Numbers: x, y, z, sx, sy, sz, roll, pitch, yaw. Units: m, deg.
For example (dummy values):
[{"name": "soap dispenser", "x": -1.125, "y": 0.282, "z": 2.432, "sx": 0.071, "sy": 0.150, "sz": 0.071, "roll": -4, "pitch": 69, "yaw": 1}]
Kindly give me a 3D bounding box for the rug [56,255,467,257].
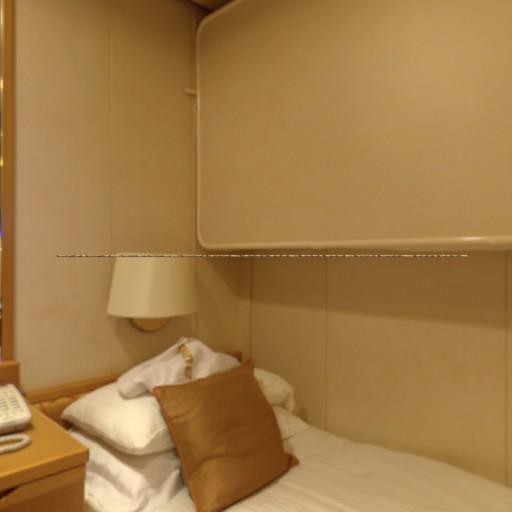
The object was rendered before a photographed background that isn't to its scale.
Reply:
[{"name": "rug", "x": 0.000, "y": 0.000, "z": 4.092, "sx": 2.444, "sy": 0.013, "sz": 3.043, "roll": 0, "pitch": 0, "yaw": -1}]
